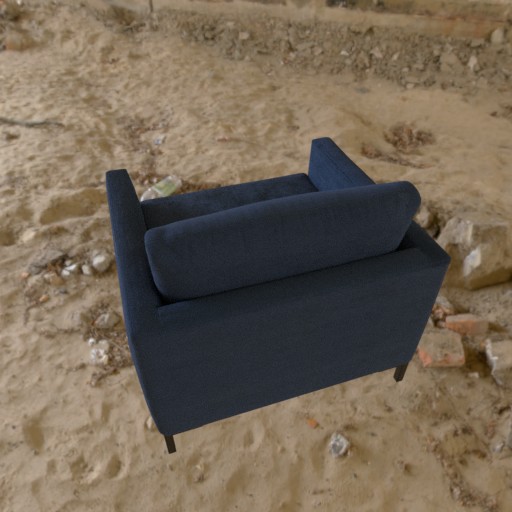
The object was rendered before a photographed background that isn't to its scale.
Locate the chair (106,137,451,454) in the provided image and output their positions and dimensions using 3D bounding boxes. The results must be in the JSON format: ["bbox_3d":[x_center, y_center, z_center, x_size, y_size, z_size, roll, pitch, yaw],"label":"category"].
[{"bbox_3d":[0.000,0.000,1.633,0.964,0.812,0.875,-12,42,-14],"label":"chair"}]
